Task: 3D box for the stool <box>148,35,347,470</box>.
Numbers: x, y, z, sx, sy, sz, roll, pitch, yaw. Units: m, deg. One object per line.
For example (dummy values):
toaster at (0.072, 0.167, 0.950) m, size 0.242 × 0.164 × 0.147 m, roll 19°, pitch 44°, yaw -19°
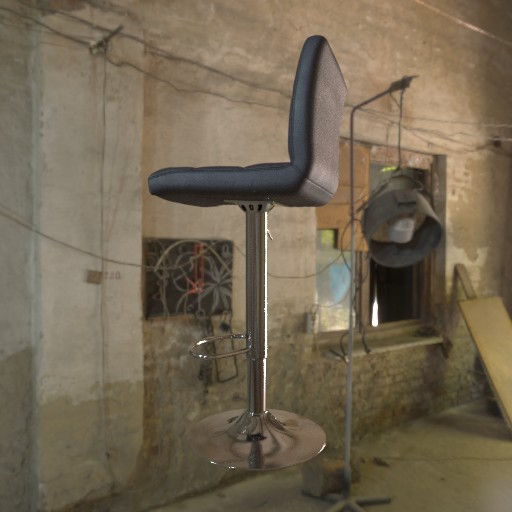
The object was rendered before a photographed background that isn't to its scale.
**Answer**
stool at (0.000, 0.000, 1.353) m, size 0.505 × 1.115 × 0.430 m, roll 1°, pitch 2°, yaw 19°
